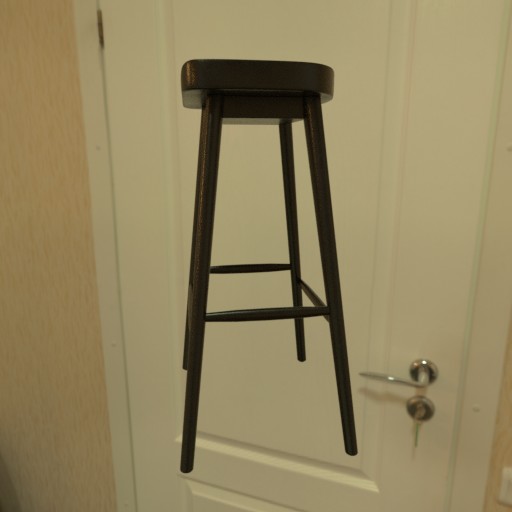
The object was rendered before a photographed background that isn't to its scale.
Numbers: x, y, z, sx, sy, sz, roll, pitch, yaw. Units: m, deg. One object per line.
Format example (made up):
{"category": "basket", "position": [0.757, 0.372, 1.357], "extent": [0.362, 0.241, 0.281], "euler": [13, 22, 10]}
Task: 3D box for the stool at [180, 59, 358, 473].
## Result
{"category": "stool", "position": [0.000, 0.000, 0.998], "extent": [0.361, 0.749, 0.440], "euler": [-2, 14, -8]}
